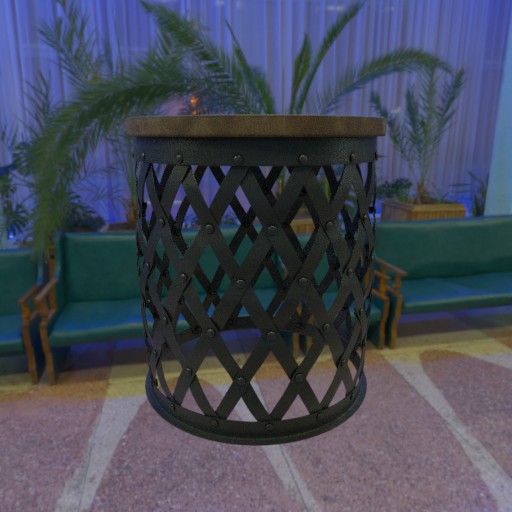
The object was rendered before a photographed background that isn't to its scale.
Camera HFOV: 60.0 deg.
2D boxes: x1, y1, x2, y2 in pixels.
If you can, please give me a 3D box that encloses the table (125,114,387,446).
[{"bbox_3d":[0.000,0.000,0.772,0.405,0.454,0.405,0,15,0],"label":"table"}]
